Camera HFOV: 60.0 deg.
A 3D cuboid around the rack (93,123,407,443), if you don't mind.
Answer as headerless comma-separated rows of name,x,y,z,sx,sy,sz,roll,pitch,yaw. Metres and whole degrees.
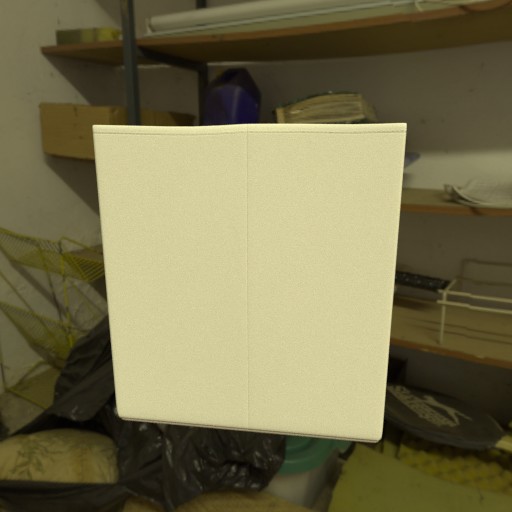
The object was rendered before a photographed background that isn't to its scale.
rack,0.000,0.000,0.510,0.270,0.280,0.270,2,14,8
